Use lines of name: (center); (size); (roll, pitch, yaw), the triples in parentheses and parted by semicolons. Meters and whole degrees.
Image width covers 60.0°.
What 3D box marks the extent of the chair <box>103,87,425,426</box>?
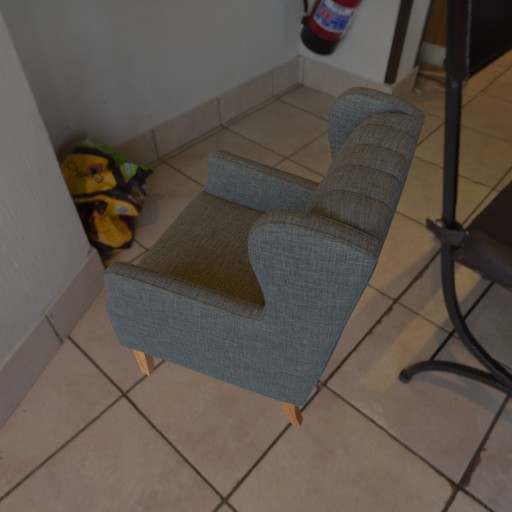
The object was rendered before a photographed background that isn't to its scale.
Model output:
chair: (0.000, 0.000, 1.455); (0.775, 0.953, 0.711); (17, 48, 16)
